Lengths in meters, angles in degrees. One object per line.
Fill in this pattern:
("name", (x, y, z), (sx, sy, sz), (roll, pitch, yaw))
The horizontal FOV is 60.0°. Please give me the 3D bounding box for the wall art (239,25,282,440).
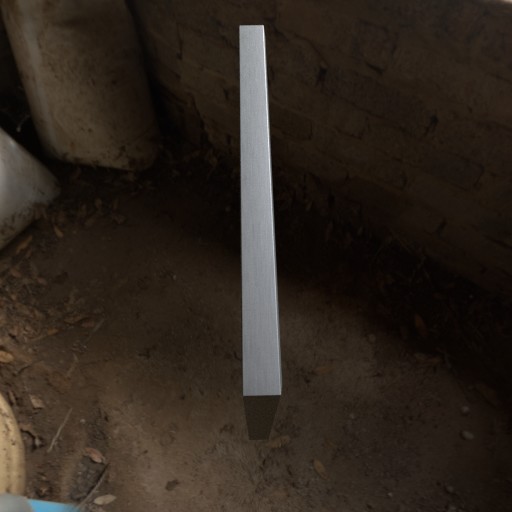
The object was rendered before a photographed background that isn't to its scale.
("wall art", (0.000, 0.000, 0.530), (0.028, 0.330, 0.380), (-1, 63, -1))
